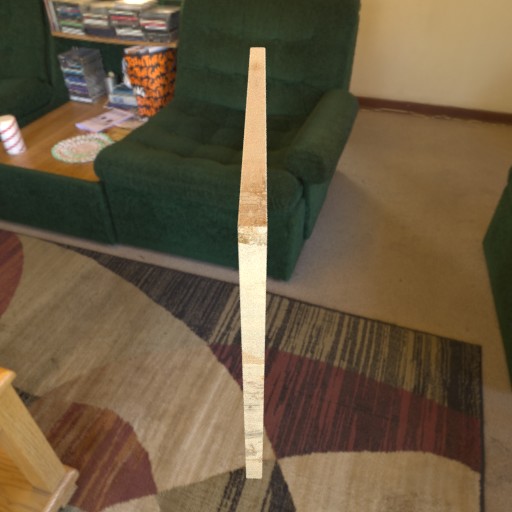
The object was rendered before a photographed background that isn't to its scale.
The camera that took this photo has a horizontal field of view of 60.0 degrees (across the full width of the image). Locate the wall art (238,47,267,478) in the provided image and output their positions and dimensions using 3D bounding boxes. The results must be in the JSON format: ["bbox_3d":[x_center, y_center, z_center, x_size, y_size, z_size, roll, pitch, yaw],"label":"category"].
[{"bbox_3d":[0.000,0.000,1.095,0.038,0.755,0.753,0,41,1],"label":"wall art"}]
